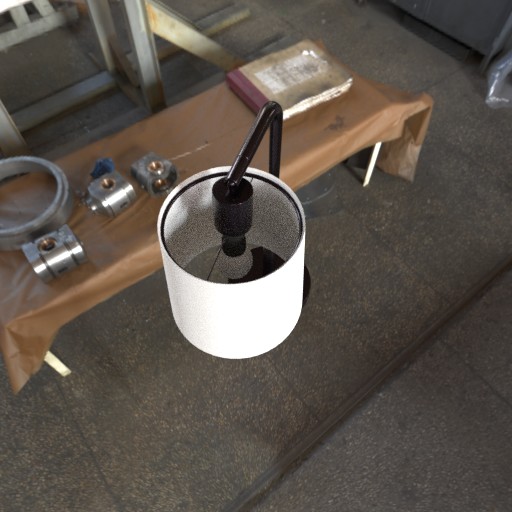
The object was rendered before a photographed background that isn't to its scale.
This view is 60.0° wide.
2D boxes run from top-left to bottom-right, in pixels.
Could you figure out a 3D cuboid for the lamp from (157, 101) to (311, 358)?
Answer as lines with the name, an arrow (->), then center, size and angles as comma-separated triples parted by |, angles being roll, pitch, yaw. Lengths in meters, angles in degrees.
lamp -> 0.000, 0.000, 0.644 | 0.171, 0.489, 0.333 | 16, 60, 9
